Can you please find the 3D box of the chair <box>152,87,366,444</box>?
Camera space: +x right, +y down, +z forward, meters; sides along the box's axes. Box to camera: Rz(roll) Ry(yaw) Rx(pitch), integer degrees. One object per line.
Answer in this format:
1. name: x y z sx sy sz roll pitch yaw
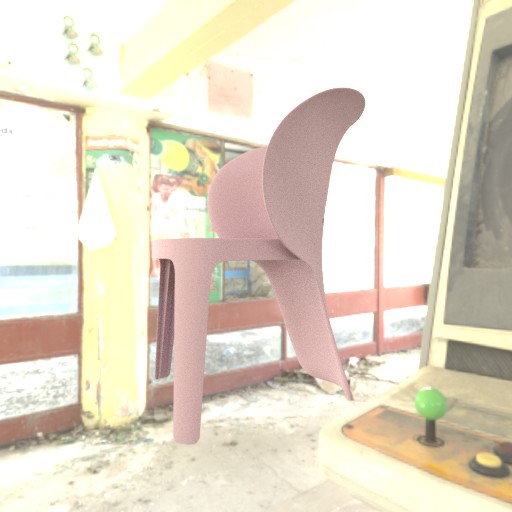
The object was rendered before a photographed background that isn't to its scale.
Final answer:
1. chair: 0.000 0.000 0.877 0.402 0.554 0.451 0 0 -18
